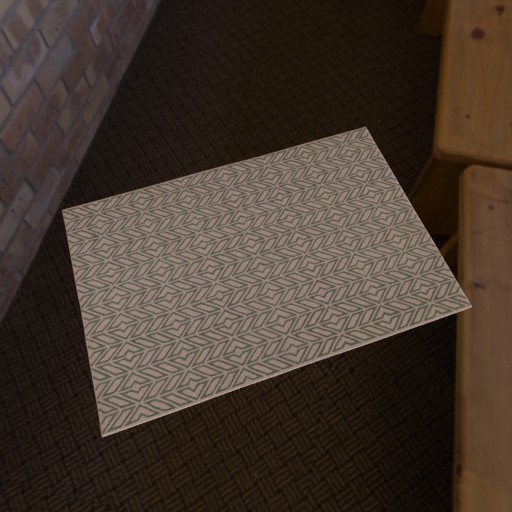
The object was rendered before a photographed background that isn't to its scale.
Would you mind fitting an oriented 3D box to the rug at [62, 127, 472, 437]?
[{"bbox_3d":[0.000,0.000,2.304,1.828,0.007,1.220,-17,65,-8],"label":"rug"}]
